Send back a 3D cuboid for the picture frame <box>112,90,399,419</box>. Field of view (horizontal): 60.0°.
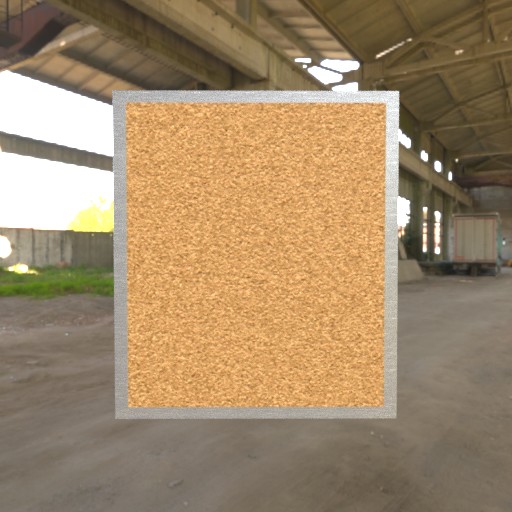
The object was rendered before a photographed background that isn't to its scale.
[{"bbox_3d":[0.000,0.000,0.523,0.327,0.378,0.027,0,1,0],"label":"picture frame"}]
